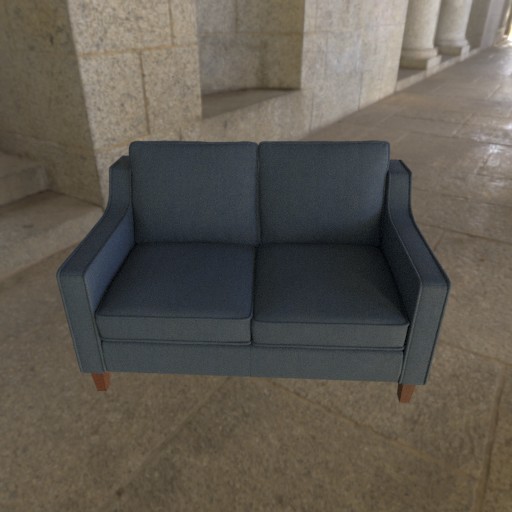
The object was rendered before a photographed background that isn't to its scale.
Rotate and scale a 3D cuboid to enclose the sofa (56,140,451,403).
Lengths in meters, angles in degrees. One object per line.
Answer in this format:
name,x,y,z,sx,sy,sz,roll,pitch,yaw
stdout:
sofa,0.000,0.000,2.148,1.501,0.971,0.987,1,30,2
